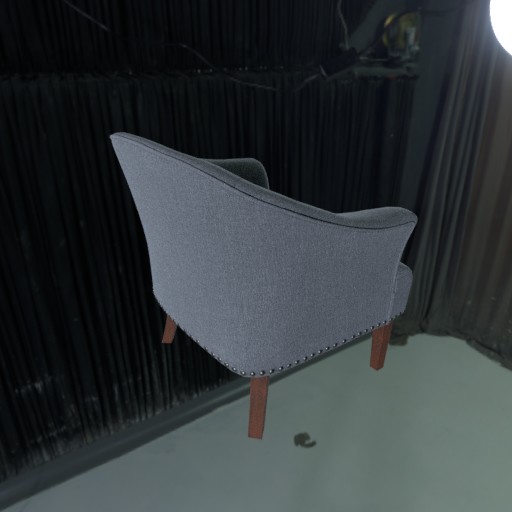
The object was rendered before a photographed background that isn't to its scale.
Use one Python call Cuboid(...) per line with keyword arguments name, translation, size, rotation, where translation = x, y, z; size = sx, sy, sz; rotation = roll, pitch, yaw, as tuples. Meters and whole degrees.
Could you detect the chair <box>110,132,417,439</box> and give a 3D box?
Cuboid(name="chair", translation=(0.000, 0.000, 1.427), size=(0.704, 0.815, 0.798), rotation=(-18, 31, -32))
